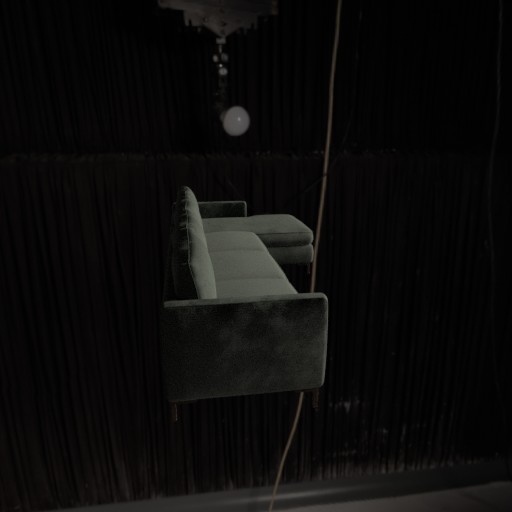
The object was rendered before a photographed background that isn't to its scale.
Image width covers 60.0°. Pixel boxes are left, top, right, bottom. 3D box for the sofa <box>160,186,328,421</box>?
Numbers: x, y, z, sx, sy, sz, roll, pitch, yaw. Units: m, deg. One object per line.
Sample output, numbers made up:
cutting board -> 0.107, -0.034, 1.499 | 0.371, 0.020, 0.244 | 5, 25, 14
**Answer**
sofa -> 0.000, 0.000, 3.264 | 1.255, 0.756, 2.725 | -3, 16, -9
